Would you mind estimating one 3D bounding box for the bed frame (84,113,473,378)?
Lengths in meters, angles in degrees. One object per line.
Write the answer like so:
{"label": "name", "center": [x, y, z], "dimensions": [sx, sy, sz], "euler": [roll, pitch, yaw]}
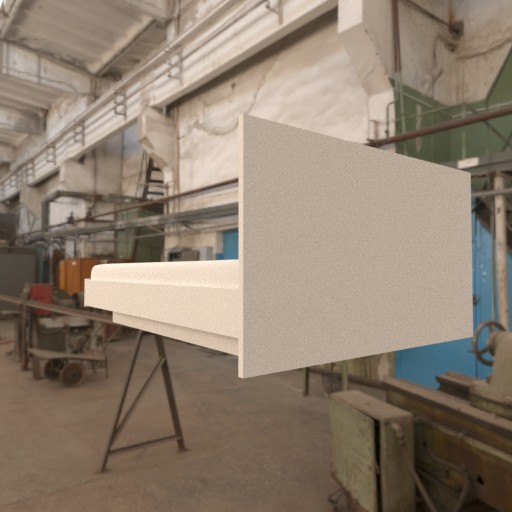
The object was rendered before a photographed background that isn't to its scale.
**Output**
{"label": "bed frame", "center": [0.000, 0.000, 3.022], "dimensions": [1.711, 1.001, 2.100], "euler": [1, -2, -37]}
